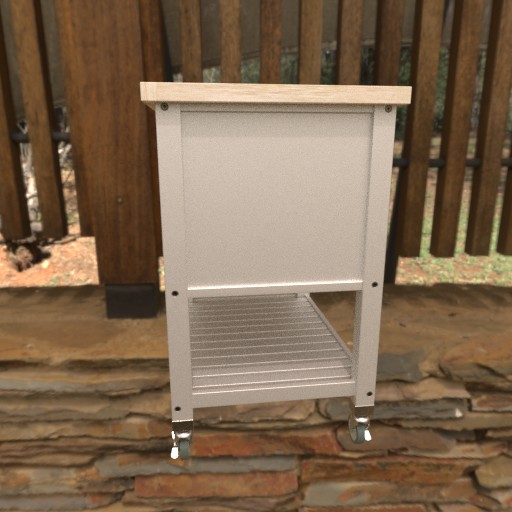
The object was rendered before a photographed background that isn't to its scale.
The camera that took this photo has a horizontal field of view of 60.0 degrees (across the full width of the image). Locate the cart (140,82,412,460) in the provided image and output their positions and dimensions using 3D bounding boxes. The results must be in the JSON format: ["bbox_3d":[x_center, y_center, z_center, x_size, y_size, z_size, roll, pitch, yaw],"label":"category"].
[{"bbox_3d":[0.000,0.000,1.377,0.559,0.914,0.762,-2,15,-8],"label":"cart"}]
